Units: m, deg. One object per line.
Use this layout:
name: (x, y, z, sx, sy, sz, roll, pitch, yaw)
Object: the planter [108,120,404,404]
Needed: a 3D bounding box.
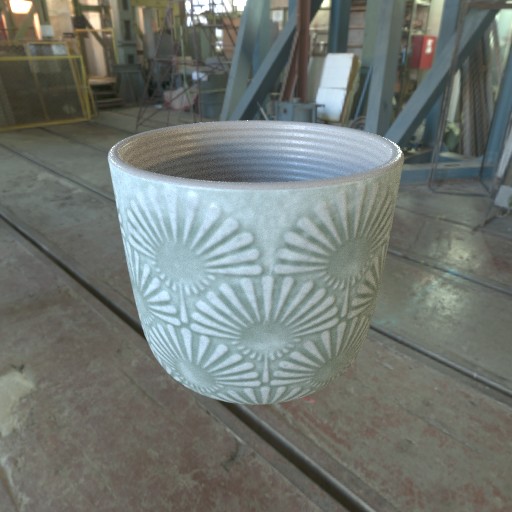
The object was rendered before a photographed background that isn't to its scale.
planter: (0.000, 0.000, 0.217, 0.124, 0.109, 0.124, 0, 26, 0)
